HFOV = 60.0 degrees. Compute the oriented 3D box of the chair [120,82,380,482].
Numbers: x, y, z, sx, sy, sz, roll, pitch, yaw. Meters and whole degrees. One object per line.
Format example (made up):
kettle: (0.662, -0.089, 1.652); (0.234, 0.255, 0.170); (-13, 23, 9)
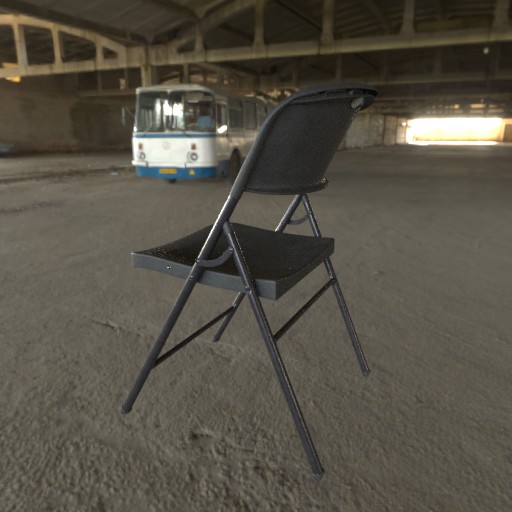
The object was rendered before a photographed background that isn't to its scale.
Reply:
chair: (0.000, 0.000, 1.154); (0.567, 0.810, 0.494); (7, 17, 25)
